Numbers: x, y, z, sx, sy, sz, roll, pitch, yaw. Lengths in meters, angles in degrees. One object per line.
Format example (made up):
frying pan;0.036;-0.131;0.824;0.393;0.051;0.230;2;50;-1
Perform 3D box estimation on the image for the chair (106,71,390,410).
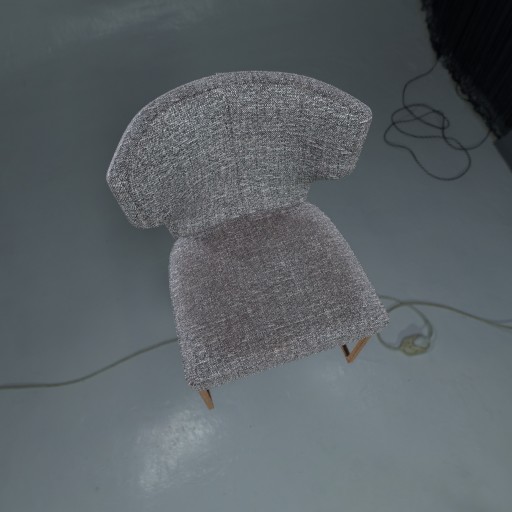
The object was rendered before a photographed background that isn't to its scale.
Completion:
chair;0.000;0.000;1.274;0.611;0.824;0.617;-16;63;-8
